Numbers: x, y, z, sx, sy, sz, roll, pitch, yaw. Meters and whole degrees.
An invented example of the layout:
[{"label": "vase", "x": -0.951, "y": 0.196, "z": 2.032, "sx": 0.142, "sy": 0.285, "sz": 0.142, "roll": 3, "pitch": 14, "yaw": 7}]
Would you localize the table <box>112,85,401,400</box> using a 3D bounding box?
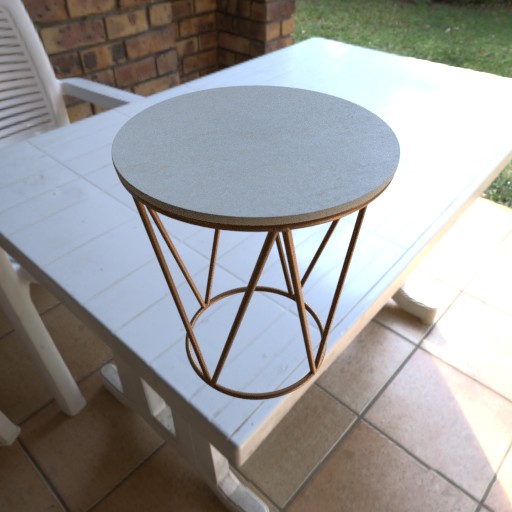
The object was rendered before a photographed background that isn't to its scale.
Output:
[{"label": "table", "x": 0.000, "y": 0.000, "z": 0.971, "sx": 0.500, "sy": 0.564, "sz": 0.500, "roll": 0, "pitch": 41, "yaw": 0}]
